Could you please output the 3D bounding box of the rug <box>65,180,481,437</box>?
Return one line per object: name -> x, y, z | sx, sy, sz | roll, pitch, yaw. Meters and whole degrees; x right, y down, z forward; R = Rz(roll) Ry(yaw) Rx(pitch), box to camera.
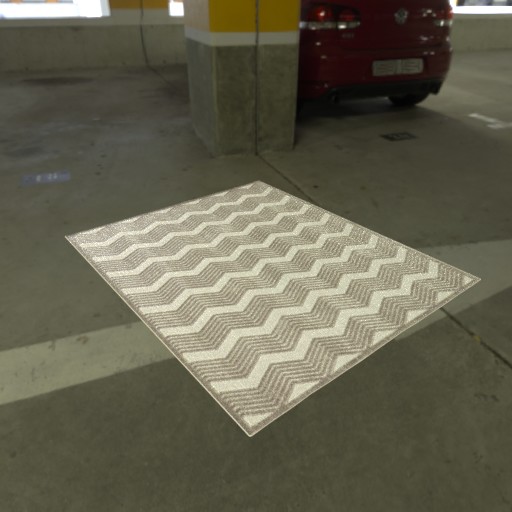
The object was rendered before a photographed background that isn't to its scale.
rug -> 0.000, 0.000, 3.924 | 2.391, 0.005, 2.880 | -22, 37, -33
